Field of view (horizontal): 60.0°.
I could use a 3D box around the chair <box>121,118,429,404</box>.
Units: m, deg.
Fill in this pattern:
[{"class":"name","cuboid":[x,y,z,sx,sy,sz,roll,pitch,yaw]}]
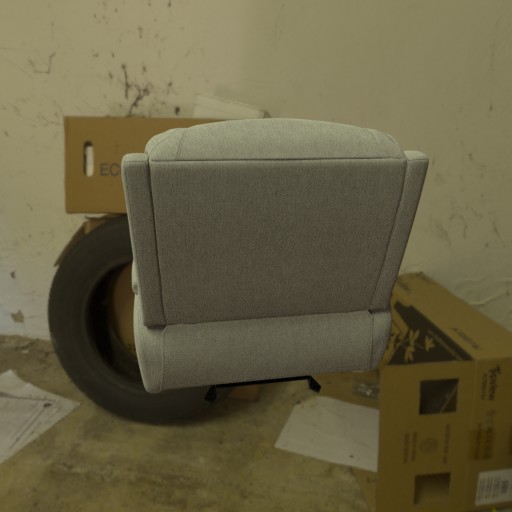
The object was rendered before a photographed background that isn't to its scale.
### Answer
[{"class":"chair","cuboid":[0.000,0.000,1.729,0.930,1.011,0.899,-3,16,-10]}]
